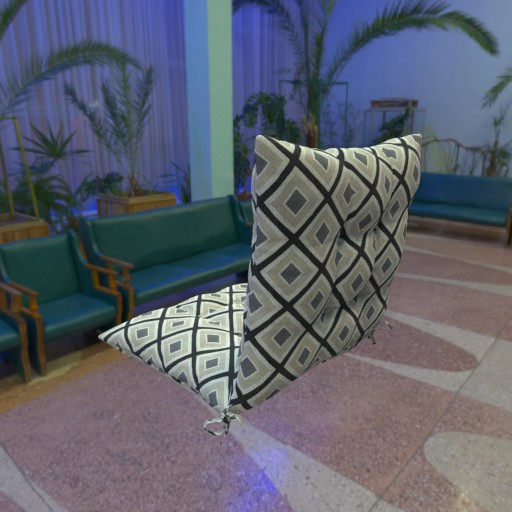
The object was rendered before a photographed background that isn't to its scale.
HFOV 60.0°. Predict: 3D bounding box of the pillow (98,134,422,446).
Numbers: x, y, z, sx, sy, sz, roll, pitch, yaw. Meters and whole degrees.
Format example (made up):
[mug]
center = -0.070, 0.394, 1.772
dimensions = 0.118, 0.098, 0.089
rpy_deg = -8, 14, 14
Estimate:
[pillow]
center = 0.000, 0.000, 0.998
dimensions = 0.585, 0.536, 0.541
rpy_deg = 15, 22, 42
